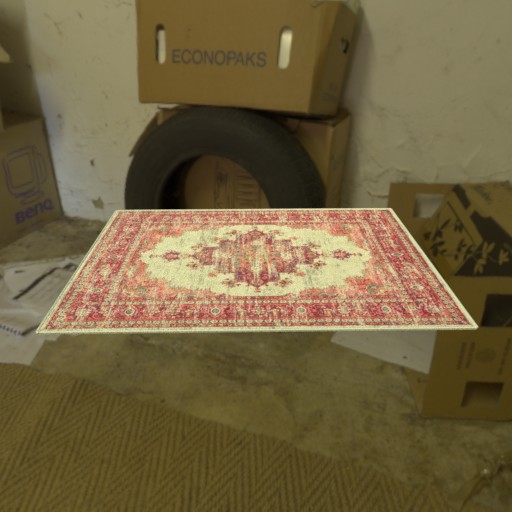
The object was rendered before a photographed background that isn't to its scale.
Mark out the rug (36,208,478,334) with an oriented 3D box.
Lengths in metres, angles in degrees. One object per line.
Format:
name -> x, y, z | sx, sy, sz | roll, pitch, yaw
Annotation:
rug -> 0.000, 0.000, 2.275 | 1.747, 0.011, 1.217 | 0, 29, -1
